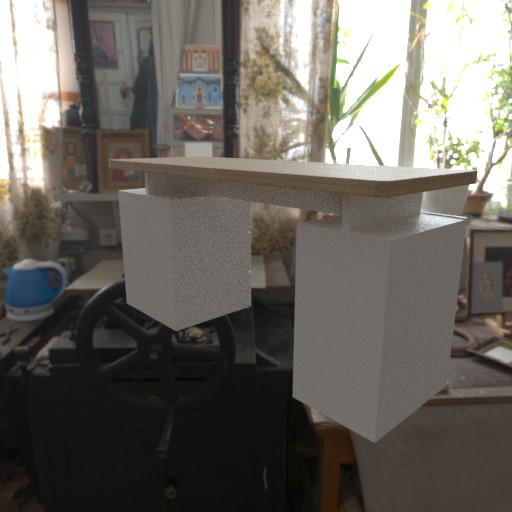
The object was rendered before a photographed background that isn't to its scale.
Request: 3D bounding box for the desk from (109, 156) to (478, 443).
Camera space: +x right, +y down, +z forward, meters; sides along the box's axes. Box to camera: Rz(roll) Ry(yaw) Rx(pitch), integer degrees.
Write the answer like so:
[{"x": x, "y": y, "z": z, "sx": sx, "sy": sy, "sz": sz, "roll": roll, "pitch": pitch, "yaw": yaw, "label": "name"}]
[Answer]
[{"x": 0.000, "y": 0.000, "z": 1.852, "sx": 0.550, "sy": 0.755, "sz": 1.500, "roll": -13, "pitch": 20, "yaw": -41, "label": "desk"}]
